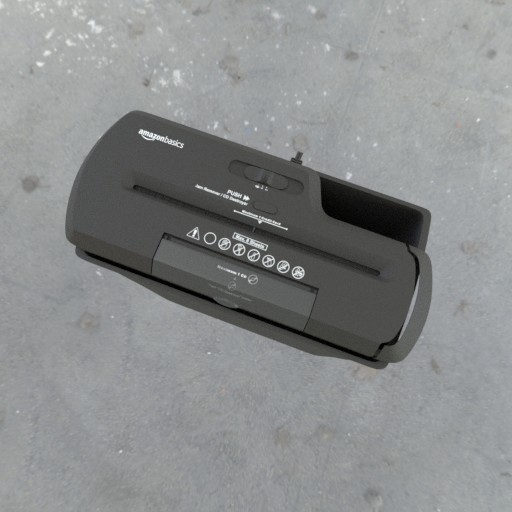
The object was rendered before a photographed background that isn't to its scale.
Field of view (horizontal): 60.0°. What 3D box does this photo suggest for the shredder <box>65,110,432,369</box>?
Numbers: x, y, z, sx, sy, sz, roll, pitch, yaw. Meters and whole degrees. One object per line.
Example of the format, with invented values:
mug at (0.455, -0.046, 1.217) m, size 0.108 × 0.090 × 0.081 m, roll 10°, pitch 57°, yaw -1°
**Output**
shredder at (0.000, 0.000, 0.524) m, size 0.320 × 0.335 × 0.170 m, roll 20°, pitch 78°, yaw 5°
